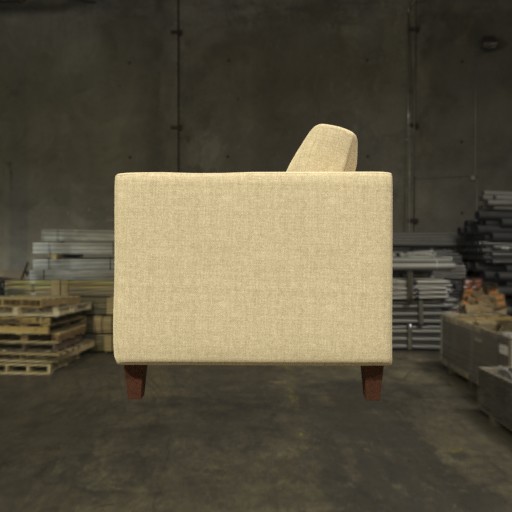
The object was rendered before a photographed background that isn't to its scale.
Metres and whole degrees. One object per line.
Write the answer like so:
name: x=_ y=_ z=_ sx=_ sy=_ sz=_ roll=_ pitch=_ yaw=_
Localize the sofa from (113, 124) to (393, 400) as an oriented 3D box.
sofa: x=0.000 y=0.000 z=2.371 sx=0.950 sy=0.963 sz=1.884 roll=0 pitch=1 yaw=1
